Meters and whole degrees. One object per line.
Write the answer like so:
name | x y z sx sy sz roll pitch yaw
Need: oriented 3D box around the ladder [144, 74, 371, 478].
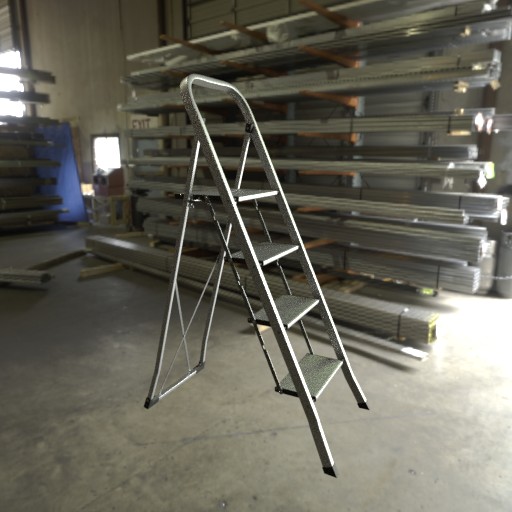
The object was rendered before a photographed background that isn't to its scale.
ladder | 0.000 0.000 1.674 0.830 1.290 0.465 7 14 27
